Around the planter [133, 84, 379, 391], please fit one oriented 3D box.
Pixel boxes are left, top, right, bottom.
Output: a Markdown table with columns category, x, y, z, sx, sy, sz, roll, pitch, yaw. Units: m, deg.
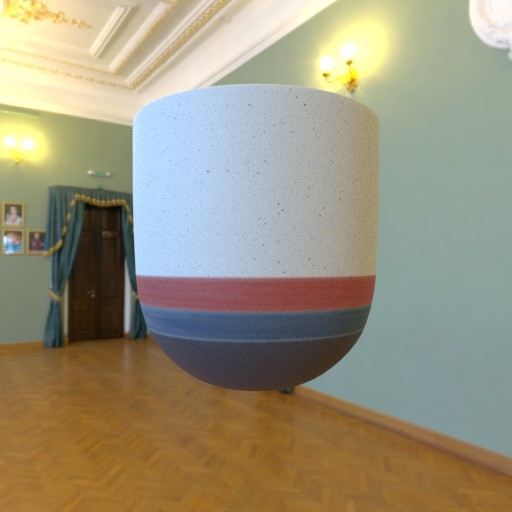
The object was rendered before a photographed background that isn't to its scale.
| category | x | y | z | sx | sy | sz | roll | pitch | yaw |
| --- | --- | --- | --- | --- | --- | --- | --- | --- | --- |
| planter | 0.000 | 0.000 | 0.379 | 0.204 | 0.214 | 0.204 | 0 | -1 | 0 |
